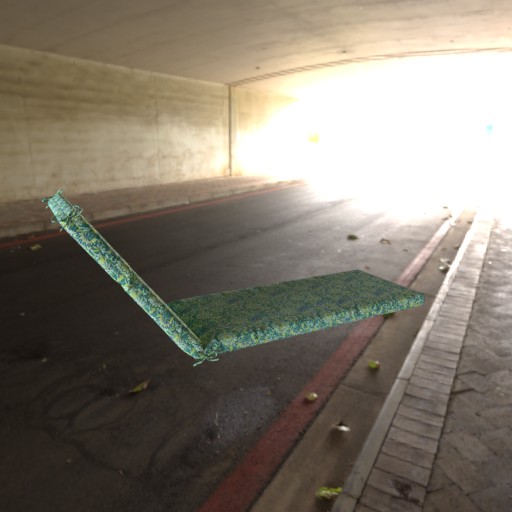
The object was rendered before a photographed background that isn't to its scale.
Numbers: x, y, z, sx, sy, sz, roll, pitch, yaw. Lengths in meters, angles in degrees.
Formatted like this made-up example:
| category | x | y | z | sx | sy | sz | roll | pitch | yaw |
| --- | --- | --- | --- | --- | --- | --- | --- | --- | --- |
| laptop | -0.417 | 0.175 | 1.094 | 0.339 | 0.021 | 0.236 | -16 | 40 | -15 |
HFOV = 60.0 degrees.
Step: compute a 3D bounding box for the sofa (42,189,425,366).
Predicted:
| category | x | y | z | sx | sy | sz | roll | pitch | yaw |
| --- | --- | --- | --- | --- | --- | --- | --- | --- | --- |
| sofa | 0.000 | 0.000 | 1.991 | 1.663 | 0.622 | 0.582 | -8 | 16 | -27 |
